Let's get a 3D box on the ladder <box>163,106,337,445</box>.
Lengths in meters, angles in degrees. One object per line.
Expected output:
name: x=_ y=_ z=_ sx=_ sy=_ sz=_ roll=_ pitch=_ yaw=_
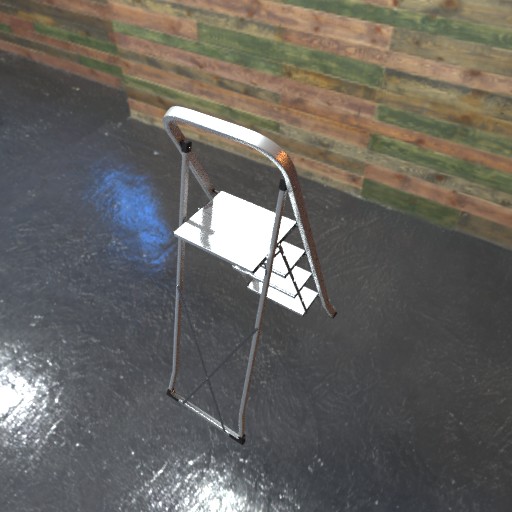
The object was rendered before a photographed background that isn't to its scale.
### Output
ladder: x=0.000 y=0.000 z=1.682 sx=0.465 sy=1.290 sz=0.830 roll=25 pitch=51 yaw=23
